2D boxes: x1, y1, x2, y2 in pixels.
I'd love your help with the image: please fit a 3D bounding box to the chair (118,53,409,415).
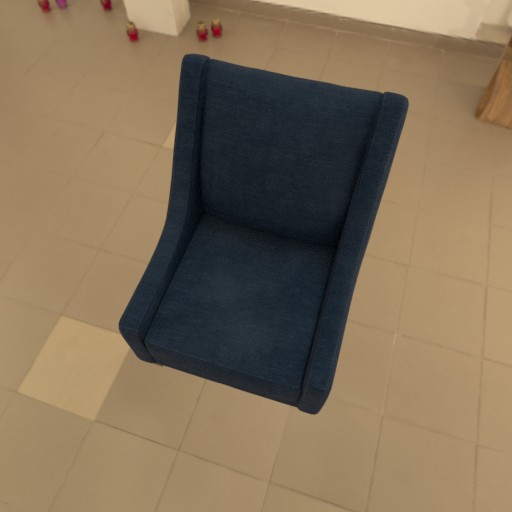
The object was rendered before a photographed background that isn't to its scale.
[{"bbox_3d":[0.000,0.000,1.658,0.774,1.014,0.870,15,60,9],"label":"chair"}]
